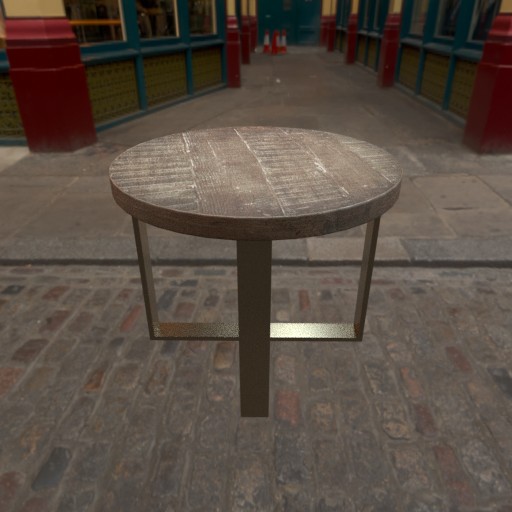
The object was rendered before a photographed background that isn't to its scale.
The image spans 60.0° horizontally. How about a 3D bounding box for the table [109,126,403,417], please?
[{"bbox_3d":[0.000,0.000,0.980,0.557,0.437,0.557,0,29,0],"label":"table"}]
